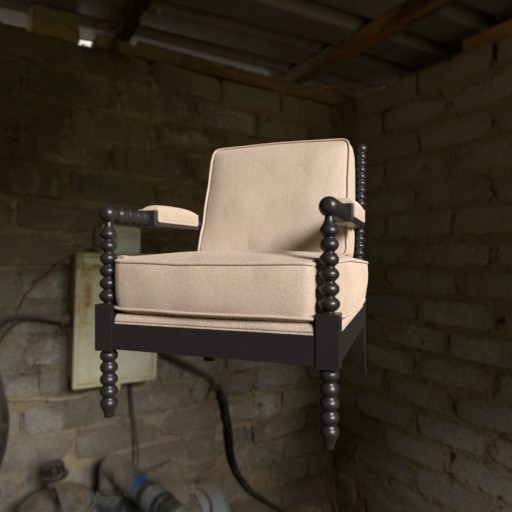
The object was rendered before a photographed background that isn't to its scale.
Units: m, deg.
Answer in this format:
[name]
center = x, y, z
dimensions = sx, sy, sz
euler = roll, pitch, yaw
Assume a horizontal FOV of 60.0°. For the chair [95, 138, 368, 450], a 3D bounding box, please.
[chair]
center = 0.000, 0.000, 1.171
dimensions = 0.555, 0.703, 0.657
euler = 0, 0, 19
